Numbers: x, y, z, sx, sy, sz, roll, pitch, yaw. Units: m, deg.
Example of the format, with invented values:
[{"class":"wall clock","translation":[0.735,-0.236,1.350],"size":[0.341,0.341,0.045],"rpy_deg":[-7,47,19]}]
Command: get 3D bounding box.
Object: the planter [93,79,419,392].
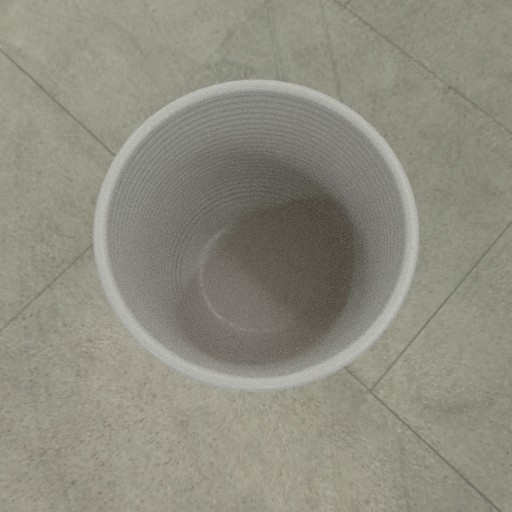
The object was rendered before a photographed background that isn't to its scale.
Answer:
[{"class":"planter","translation":[0.000,0.000,0.302],"size":[0.170,0.152,0.170],"rpy_deg":[0,76,0]}]
